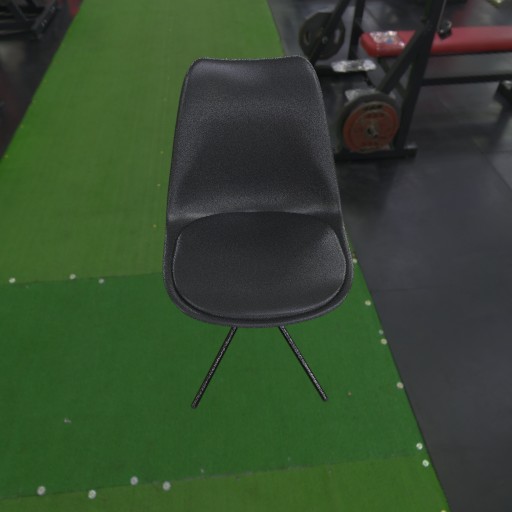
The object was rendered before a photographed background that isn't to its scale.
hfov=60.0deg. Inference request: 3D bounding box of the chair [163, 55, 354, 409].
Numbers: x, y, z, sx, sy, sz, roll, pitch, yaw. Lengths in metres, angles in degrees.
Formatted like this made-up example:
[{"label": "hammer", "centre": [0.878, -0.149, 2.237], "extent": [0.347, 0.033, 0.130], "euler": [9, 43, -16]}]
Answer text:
[{"label": "chair", "centre": [0.000, 0.000, 1.182], "extent": [0.461, 0.850, 0.525], "euler": [-2, 47, -2]}]
